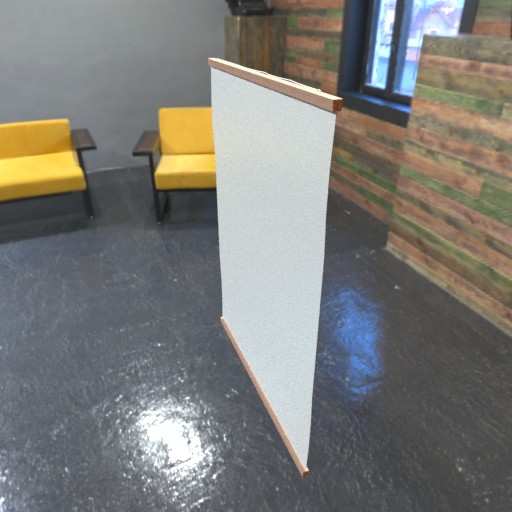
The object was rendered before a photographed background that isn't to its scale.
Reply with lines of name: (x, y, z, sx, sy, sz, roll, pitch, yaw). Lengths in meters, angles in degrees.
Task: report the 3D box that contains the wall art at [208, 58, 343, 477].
wall art: (0.000, 0.000, 1.299, 0.020, 1.013, 0.758, -11, 31, -19)
